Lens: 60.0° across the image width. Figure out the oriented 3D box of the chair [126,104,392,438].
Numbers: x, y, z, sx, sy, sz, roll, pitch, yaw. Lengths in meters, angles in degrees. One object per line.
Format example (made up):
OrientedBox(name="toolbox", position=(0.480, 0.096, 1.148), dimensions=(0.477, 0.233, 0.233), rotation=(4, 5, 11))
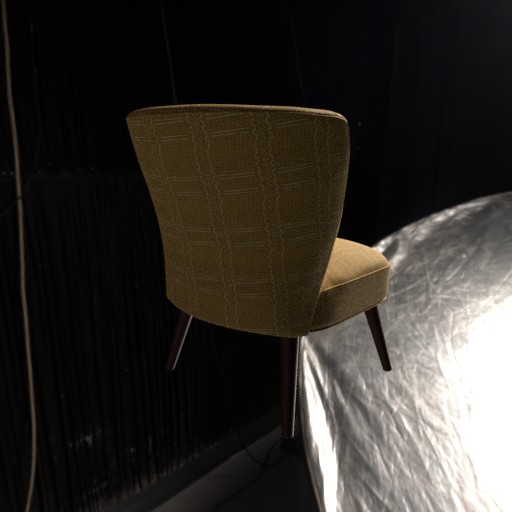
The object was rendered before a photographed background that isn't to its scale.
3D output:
OrientedBox(name="chair", position=(0.000, 0.000, 1.415), dimensions=(0.706, 0.866, 0.758), rotation=(13, 19, 42))
